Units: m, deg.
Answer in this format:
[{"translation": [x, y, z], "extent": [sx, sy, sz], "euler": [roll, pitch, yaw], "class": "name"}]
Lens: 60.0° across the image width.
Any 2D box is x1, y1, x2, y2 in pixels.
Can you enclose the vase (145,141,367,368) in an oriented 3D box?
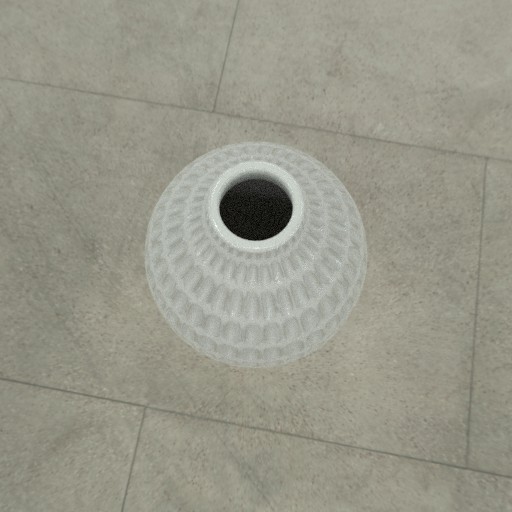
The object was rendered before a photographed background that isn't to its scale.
[{"translation": [0.000, 0.000, 0.331], "extent": [0.162, 0.223, 0.162], "euler": [0, 76, 0], "class": "vase"}]
